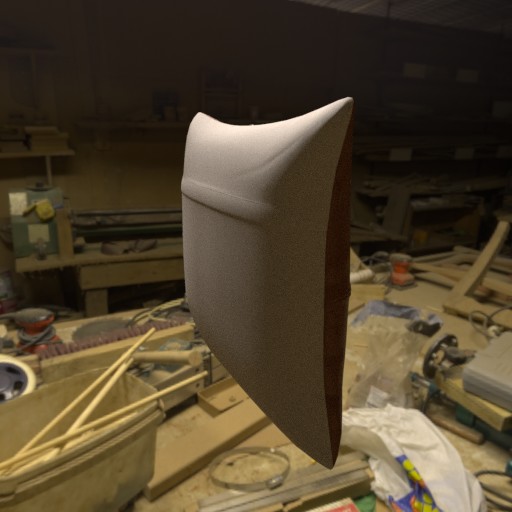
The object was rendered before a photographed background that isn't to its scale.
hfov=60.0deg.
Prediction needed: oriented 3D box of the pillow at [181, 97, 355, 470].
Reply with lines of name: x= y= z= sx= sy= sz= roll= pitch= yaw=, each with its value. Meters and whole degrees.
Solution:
pillow: x=0.000 y=0.000 z=0.747 sx=0.192 sy=0.477 sz=0.501 roll=-8 pitch=18 yaw=-25
